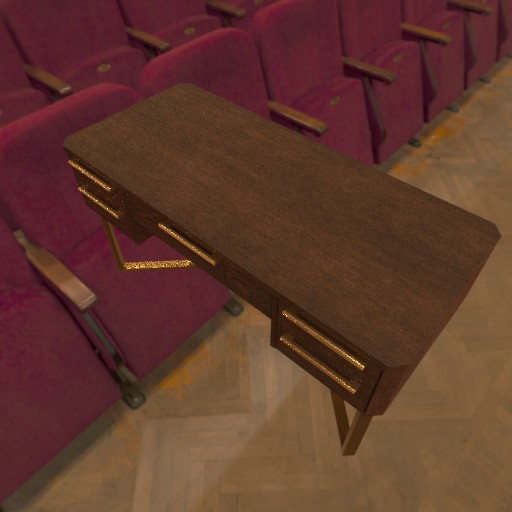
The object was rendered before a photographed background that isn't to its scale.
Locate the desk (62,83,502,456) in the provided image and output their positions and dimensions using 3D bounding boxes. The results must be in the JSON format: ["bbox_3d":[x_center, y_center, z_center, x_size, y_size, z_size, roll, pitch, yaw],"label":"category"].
[{"bbox_3d":[0.000,0.000,1.819,1.479,0.762,0.684,33,56,27],"label":"desk"}]
